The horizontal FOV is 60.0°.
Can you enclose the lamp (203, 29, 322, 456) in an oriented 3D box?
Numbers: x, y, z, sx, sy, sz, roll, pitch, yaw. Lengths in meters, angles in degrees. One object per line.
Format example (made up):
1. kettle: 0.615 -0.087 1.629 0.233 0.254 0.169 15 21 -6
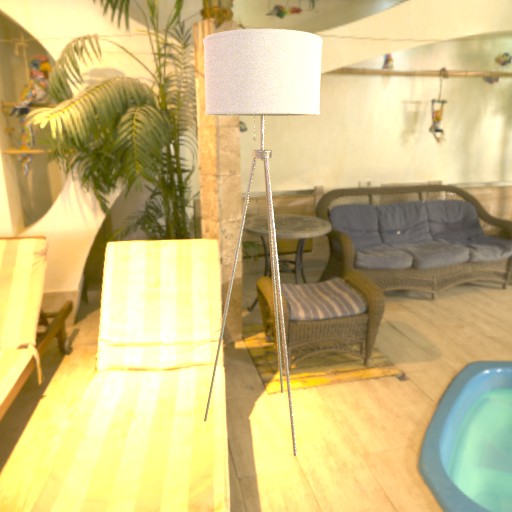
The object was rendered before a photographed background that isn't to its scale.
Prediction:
1. lamp: 0.000 0.000 1.741 0.458 1.545 0.448 -2 17 -7
